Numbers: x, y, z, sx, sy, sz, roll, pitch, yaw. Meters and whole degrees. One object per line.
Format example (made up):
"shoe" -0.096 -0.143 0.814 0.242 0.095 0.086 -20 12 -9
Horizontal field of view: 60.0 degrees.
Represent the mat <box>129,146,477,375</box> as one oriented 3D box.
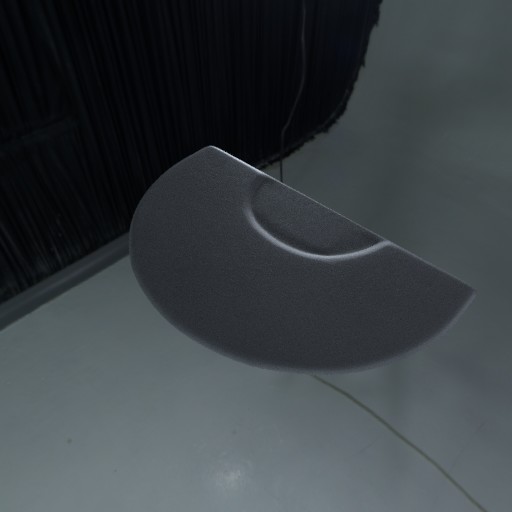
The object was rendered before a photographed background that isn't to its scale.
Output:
"mat" 0.000 0.000 1.839 1.525 0.016 0.917 34 55 28
